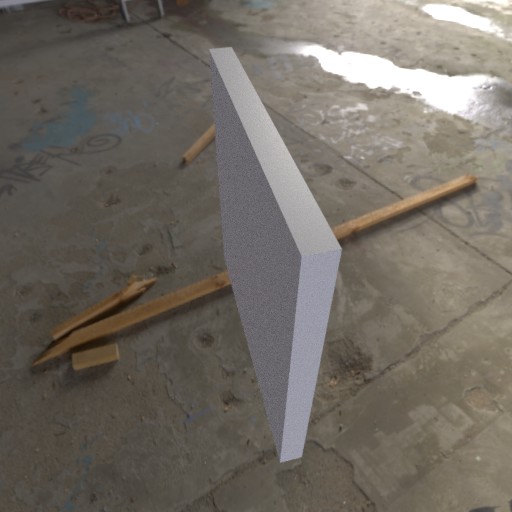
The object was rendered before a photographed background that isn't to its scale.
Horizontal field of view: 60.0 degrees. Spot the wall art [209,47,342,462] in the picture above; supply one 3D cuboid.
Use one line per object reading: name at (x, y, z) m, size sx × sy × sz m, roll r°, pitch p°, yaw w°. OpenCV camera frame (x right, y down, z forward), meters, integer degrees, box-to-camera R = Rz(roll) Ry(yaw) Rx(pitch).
wall art at (0.000, 0.000, 0.532) m, size 0.027 × 0.355 × 0.355 m, roll -10°, pitch 46°, yaw -10°
